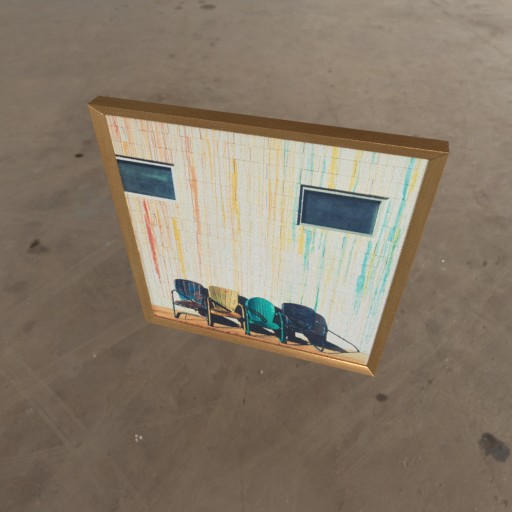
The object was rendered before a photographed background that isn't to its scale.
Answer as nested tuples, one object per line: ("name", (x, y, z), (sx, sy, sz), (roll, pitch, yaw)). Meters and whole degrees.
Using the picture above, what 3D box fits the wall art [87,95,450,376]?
("wall art", (0.000, 0.000, 0.467), (0.302, 0.302, 0.019), (11, 44, 12))
